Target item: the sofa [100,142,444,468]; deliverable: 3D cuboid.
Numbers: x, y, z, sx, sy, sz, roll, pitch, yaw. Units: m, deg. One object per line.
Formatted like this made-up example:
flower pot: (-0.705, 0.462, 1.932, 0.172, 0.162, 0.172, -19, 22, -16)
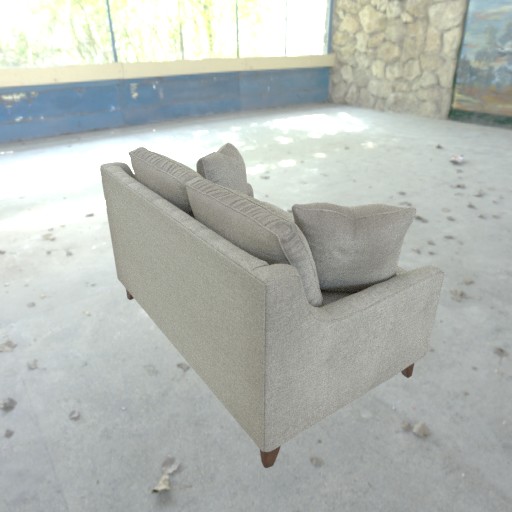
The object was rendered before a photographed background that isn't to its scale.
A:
sofa: (0.000, 0.000, 2.052, 0.915, 0.863, 1.422, -17, 32, -31)
